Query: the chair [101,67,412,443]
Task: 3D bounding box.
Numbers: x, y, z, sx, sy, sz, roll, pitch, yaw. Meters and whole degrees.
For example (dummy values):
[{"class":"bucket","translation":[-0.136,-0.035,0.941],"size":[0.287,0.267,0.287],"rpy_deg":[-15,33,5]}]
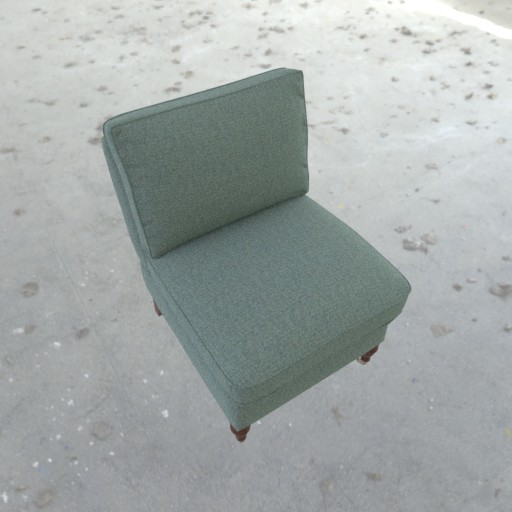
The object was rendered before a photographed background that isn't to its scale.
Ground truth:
[{"class":"chair","translation":[0.000,0.000,1.411],"size":[0.624,0.901,0.796],"rpy_deg":[-25,51,-22]}]
